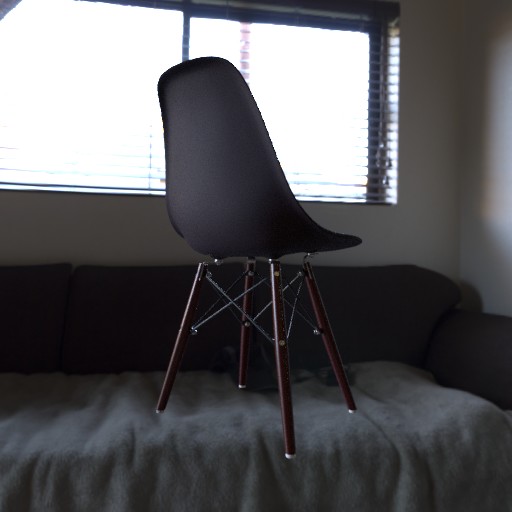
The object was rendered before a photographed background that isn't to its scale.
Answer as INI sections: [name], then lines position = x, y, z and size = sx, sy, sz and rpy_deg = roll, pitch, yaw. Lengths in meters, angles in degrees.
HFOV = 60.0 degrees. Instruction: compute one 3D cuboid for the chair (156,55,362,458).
[chair]
position = 0.000, 0.000, 1.155
size = 0.470, 0.826, 0.533
rpy_deg = 0, -1, 37
